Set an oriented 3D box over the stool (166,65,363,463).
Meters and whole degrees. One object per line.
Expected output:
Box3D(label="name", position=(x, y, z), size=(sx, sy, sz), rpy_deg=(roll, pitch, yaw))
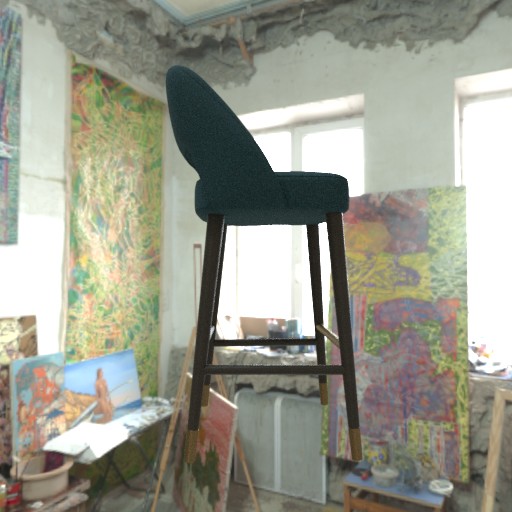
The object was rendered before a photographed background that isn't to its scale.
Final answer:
Box3D(label="stool", position=(0.000, 0.000, 1.335), size=(0.522, 1.032, 0.536), rpy_deg=(0, -1, -2))
